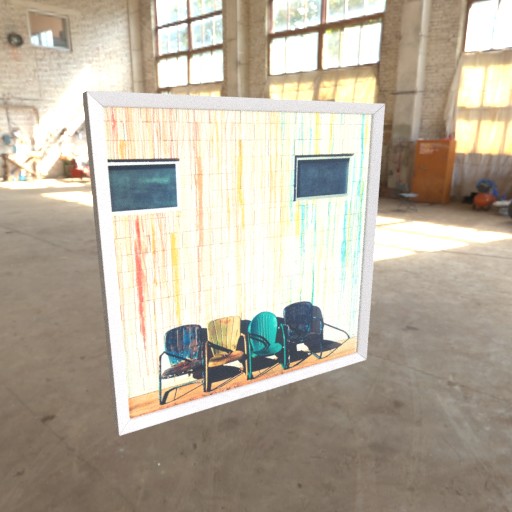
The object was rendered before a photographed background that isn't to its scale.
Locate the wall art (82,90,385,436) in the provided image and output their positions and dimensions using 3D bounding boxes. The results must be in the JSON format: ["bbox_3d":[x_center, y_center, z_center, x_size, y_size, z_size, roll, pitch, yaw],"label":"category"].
[{"bbox_3d":[0.000,0.000,0.759,0.508,0.508,0.037,-8,17,-28],"label":"wall art"}]
